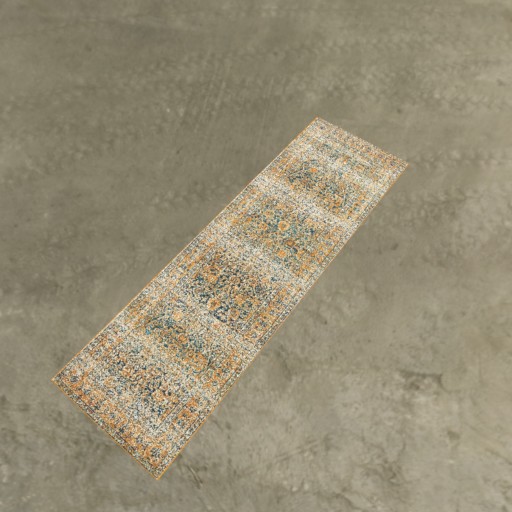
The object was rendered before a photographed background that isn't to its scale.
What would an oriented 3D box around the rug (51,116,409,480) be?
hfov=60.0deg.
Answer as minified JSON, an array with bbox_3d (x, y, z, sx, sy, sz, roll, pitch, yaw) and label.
[{"bbox_3d":[0.000,0.000,2.470,0.704,0.014,2.294,34,64,18],"label":"rug"}]
